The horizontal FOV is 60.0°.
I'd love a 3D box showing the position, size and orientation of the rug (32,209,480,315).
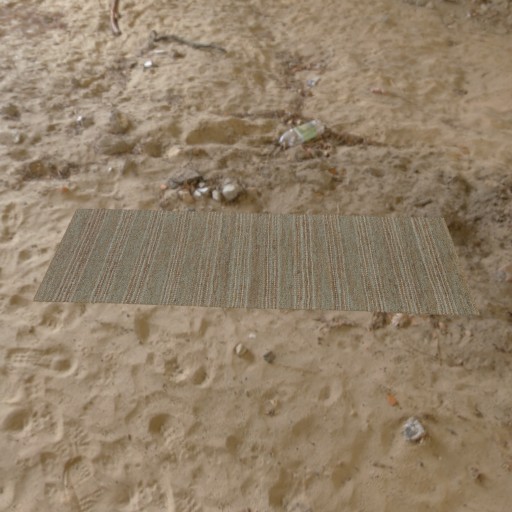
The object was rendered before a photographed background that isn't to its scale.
[{"bbox_3d":[0.000,0.000,2.676,2.438,0.006,0.783,2,47,2],"label":"rug"}]
